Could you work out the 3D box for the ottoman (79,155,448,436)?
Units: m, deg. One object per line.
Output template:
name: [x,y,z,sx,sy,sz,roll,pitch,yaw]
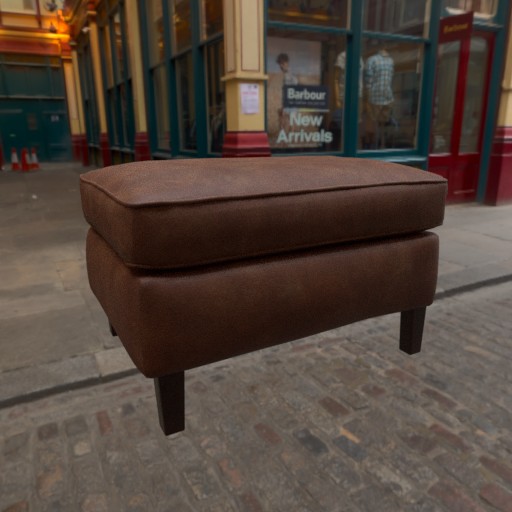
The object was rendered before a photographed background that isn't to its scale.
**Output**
ottoman: [0.000,0.000,0.979,0.665,0.418,0.501,-9,18,-27]
